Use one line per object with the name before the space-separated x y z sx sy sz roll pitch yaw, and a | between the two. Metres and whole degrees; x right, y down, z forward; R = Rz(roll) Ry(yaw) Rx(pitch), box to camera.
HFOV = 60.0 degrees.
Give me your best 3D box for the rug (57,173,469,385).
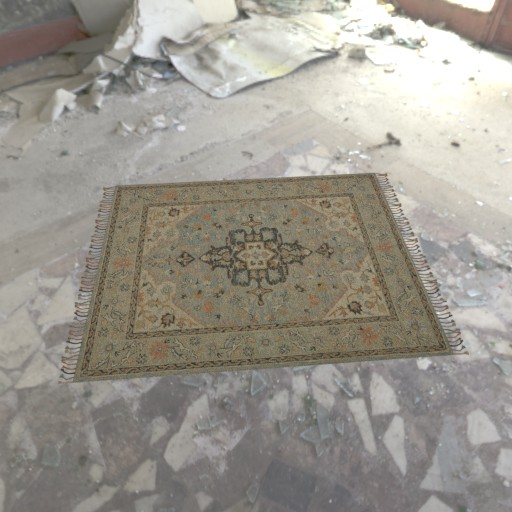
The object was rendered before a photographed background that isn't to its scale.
rug | 0.000 0.000 3.476 2.651 0.010 1.971 -3 47 -3
